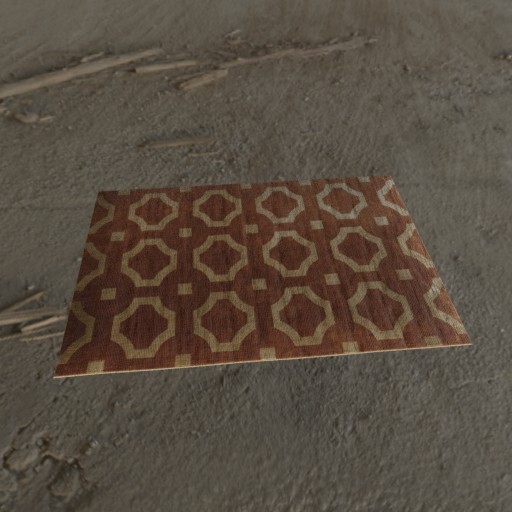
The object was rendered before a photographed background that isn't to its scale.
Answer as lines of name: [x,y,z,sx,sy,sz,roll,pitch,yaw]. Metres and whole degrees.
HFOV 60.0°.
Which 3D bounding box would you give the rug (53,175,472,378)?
rug: [0.000,0.000,2.930,2.286,0.016,1.555,-4,47,-3]
